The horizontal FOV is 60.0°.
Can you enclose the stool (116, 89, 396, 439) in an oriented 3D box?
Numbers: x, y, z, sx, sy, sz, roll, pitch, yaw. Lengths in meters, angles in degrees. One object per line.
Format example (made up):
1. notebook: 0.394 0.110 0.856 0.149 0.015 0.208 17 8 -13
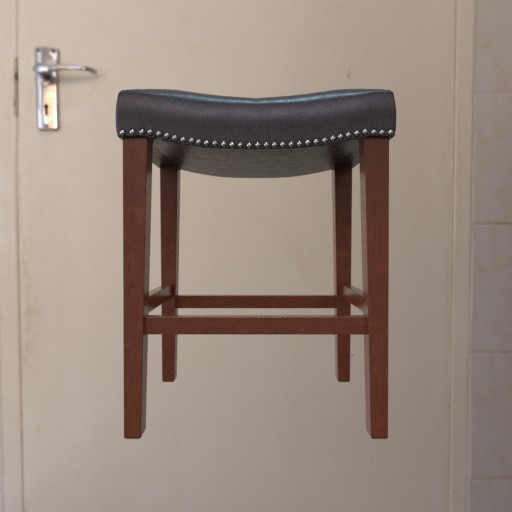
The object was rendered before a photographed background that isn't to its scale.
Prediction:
1. stool: 0.000 0.000 0.974 0.504 0.654 0.372 0 2 0
